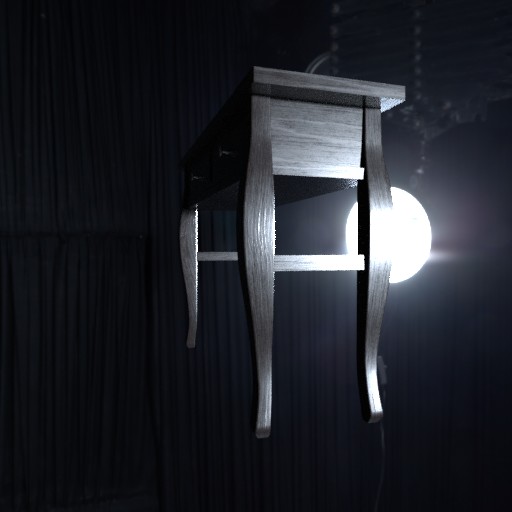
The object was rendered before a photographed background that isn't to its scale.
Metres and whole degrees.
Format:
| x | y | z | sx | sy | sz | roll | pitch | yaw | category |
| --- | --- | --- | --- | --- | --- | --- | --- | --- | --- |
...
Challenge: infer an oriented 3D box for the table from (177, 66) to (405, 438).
| x | y | z | sx | sy | sz | roll | pitch | yaw | category |
| --- | --- | --- | --- | --- | --- | --- | --- | --- | --- |
| 0.000 | 0.000 | 1.441 | 0.373 | 0.768 | 1.062 | 0 | 1 | -18 | table |
